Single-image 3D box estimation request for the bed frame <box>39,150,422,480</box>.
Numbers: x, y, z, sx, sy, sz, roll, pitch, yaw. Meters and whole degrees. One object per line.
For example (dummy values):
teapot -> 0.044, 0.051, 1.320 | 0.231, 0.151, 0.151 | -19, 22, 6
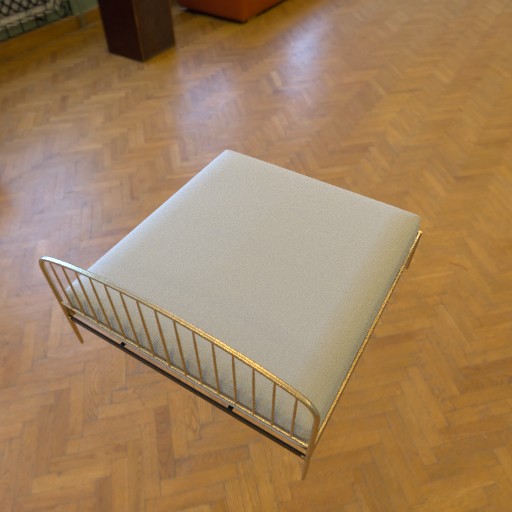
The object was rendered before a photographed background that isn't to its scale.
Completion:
bed frame -> 0.000, 0.000, 3.402 | 2.016, 1.174, 2.152 | 24, 51, 21
